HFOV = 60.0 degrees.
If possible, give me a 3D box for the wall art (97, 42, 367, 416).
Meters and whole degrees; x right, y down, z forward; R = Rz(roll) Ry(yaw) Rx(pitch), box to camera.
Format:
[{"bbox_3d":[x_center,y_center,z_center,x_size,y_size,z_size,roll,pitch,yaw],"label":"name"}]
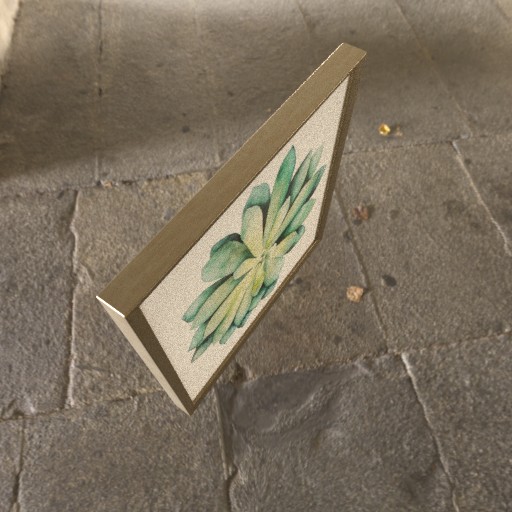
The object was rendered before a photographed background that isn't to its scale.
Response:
[{"bbox_3d":[0.000,0.000,0.761,0.040,0.506,0.503,31,64,17],"label":"wall art"}]
